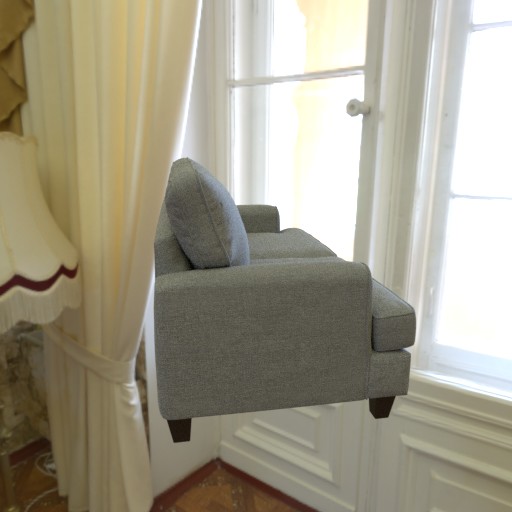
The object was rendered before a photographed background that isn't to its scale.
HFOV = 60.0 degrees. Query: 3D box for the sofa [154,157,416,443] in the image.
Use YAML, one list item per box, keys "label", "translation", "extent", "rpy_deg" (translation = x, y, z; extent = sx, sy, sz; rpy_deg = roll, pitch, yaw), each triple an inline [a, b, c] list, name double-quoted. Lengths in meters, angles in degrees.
- label: "sofa"
  translation: [0.000, 0.000, 2.284]
  extent: [0.965, 0.965, 1.651]
  rpy_deg: [-2, 15, -9]
